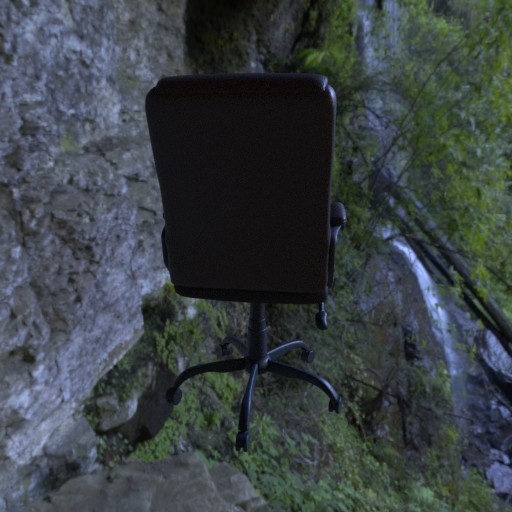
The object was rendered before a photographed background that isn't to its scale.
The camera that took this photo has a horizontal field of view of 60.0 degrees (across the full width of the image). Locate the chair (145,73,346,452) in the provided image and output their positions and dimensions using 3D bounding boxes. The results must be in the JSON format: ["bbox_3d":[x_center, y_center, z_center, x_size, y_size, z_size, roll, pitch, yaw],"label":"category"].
[{"bbox_3d":[0.000,0.000,1.475,0.615,1.072,0.655,2,16,8],"label":"chair"}]
